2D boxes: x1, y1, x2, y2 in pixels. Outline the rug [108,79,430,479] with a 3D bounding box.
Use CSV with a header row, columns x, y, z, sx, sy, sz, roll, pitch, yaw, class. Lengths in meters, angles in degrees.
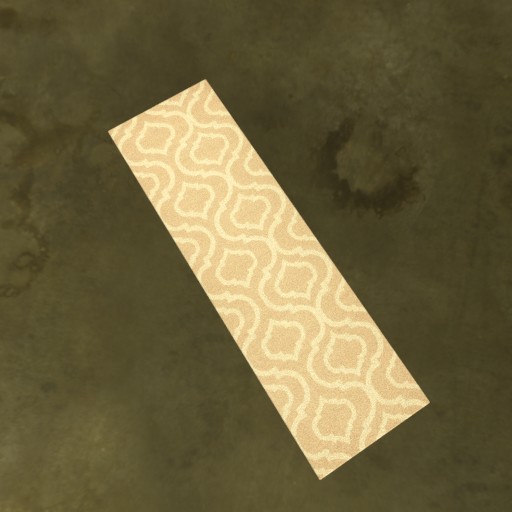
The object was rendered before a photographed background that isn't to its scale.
x,y,z,sx,sy,sz,roll,pitch,yaw,class
0.000,0.000,2.499,0.691,0.013,2.289,-31,77,-8,rug
